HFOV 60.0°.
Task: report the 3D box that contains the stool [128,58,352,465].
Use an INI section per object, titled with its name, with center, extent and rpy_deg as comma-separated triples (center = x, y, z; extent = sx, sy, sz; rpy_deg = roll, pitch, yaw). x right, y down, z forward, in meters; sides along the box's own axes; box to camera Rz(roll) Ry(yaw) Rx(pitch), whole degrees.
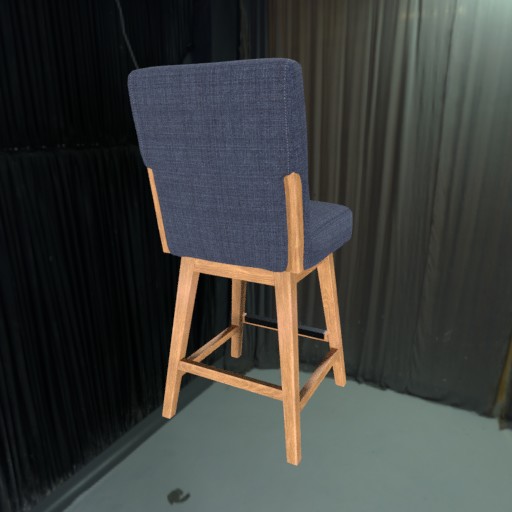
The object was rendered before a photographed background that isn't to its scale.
[stool]
center = 0.000, 0.000, 1.318
extent = 0.459, 1.010, 0.526
rpy_deg = 8, 18, 26
